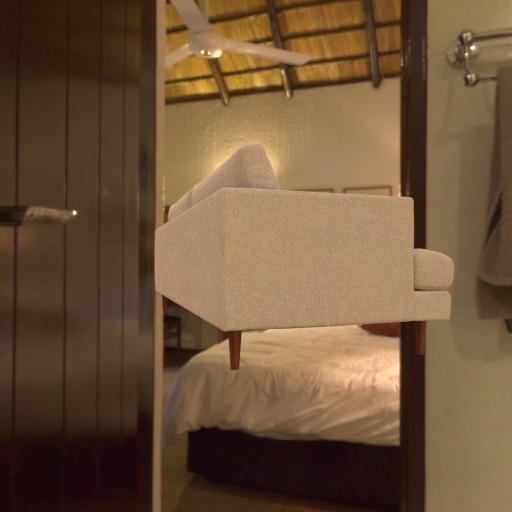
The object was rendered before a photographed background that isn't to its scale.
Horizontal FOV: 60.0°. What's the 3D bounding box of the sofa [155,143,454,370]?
[{"bbox_3d":[0.000,0.000,2.770,1.020,0.868,2.250,0,-1,-19],"label":"sofa"}]
